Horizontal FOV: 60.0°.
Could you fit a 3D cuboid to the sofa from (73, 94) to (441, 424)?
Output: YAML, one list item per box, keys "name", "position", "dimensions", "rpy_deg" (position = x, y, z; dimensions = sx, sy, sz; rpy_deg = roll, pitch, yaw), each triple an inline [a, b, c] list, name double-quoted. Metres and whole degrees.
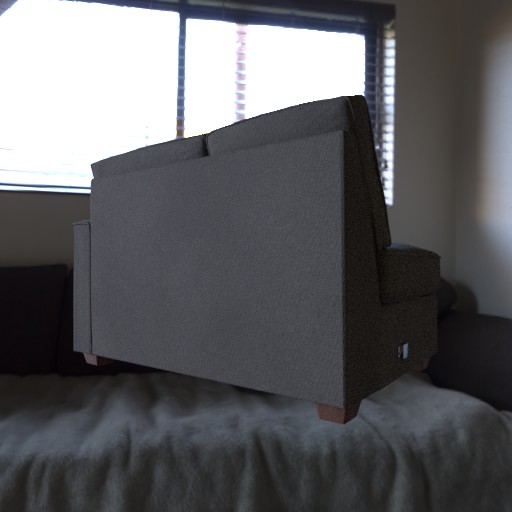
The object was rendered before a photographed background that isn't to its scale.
- name: "sofa"
  position: [0.000, 0.000, 2.003]
  dimensions: [1.388, 0.989, 0.991]
  rpy_deg: [-1, -1, 37]
